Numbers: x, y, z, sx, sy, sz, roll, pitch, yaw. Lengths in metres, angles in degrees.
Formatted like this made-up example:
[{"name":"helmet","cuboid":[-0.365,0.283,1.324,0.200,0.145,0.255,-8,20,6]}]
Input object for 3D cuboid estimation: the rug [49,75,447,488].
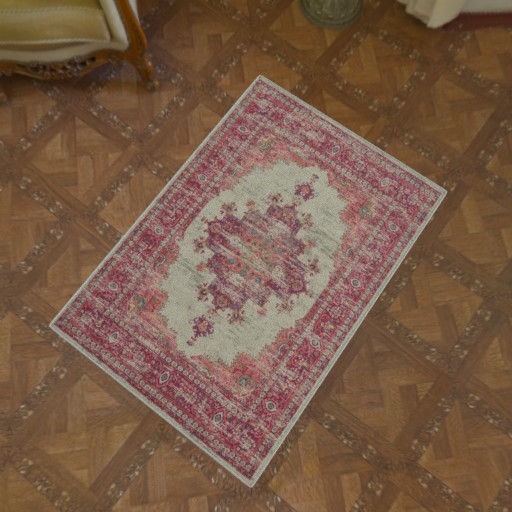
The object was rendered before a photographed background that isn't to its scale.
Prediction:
[{"name":"rug","cuboid":[0.000,0.000,3.674,2.005,0.014,2.878,35,78,9]}]
